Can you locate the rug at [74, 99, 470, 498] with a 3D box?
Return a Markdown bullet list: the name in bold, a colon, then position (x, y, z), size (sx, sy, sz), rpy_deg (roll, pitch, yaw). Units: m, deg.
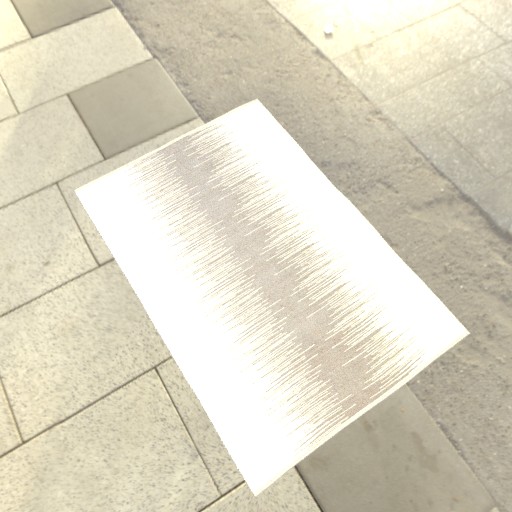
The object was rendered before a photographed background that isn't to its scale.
- **rug**: position (0.000, 0.000, 2.278), size (1.226, 0.007, 1.815), rpy_deg (-31, 68, -14)
